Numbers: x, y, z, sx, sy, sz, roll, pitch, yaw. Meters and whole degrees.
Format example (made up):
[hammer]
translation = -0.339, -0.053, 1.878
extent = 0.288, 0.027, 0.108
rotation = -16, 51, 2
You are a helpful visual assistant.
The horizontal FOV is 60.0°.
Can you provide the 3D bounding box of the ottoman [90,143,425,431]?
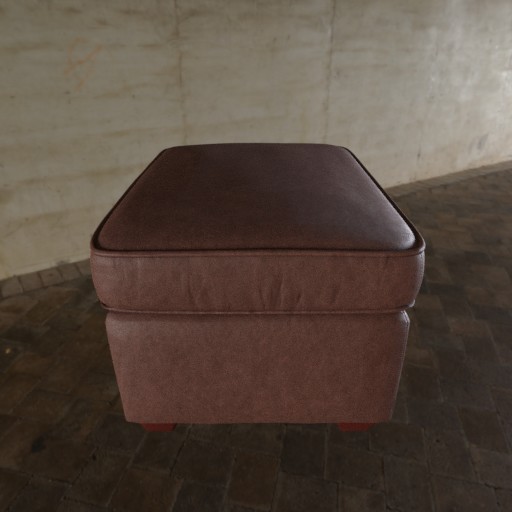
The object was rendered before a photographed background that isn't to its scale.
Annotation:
[ottoman]
translation = 0.000, 0.000, 1.070
extent = 0.548, 0.449, 0.749
rotation = 0, 26, 0
